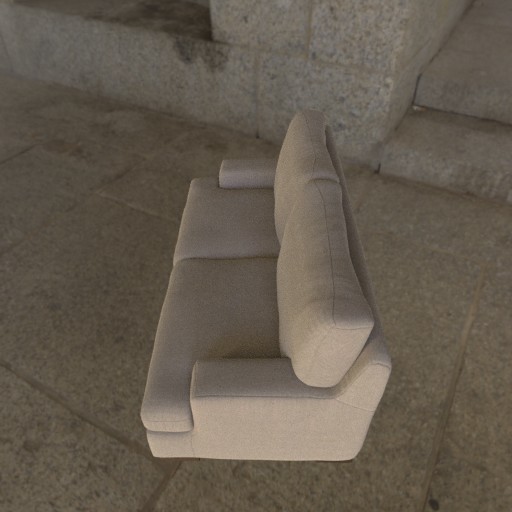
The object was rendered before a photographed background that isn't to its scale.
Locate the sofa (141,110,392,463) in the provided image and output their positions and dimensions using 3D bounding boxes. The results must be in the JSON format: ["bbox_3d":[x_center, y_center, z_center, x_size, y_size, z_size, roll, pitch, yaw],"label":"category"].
[{"bbox_3d":[0.000,0.000,2.405,0.962,0.980,1.855,0,42,0],"label":"sofa"}]
